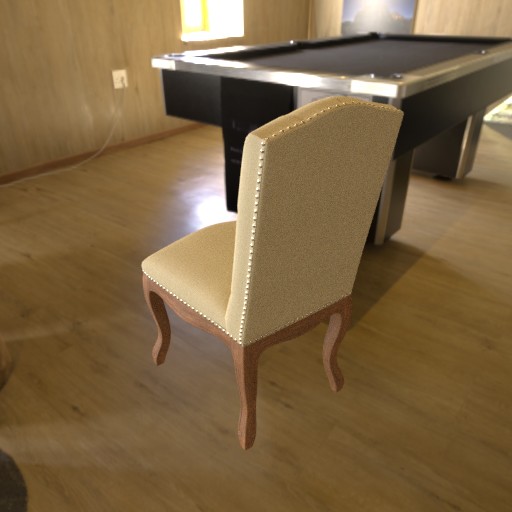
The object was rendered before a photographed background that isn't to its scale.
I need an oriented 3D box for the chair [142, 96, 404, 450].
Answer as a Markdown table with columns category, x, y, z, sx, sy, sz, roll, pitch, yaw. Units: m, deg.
| category | x | y | z | sx | sy | sz | roll | pitch | yaw |
| --- | --- | --- | --- | --- | --- | --- | --- | --- | --- |
| chair | 0.000 | 0.000 | 1.555 | 0.623 | 1.165 | 0.715 | -20 | 36 | -31 |
